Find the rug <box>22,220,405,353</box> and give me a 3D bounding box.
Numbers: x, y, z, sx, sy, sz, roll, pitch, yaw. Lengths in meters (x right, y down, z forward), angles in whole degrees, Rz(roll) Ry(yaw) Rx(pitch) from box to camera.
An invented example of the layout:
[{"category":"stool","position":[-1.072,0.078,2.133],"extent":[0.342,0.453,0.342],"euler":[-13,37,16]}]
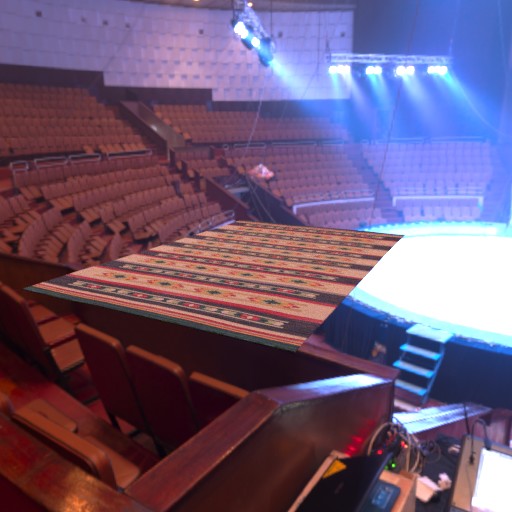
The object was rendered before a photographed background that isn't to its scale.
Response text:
[{"category":"rug","position":[0.000,0.000,2.938],"extent":[1.522,0.010,2.311],"euler":[8,16,27]}]
